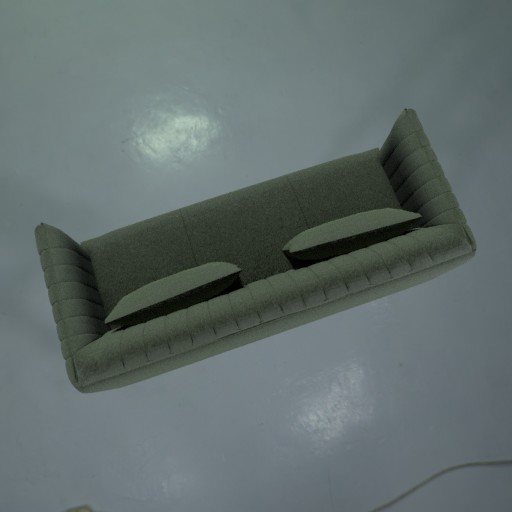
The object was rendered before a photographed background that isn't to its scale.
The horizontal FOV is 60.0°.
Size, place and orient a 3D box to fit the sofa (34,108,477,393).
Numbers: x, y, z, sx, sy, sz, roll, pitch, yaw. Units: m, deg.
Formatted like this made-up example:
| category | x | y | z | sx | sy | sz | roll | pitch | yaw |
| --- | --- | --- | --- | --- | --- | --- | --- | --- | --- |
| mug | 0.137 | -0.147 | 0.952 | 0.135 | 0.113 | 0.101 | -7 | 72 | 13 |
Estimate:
| category | x | y | z | sx | sy | sz | roll | pitch | yaw |
| --- | --- | --- | --- | --- | --- | --- | --- | --- | --- |
| sofa | 0.000 | 0.000 | 2.545 | 2.137 | 0.793 | 0.896 | -18 | 77 | -4 |
